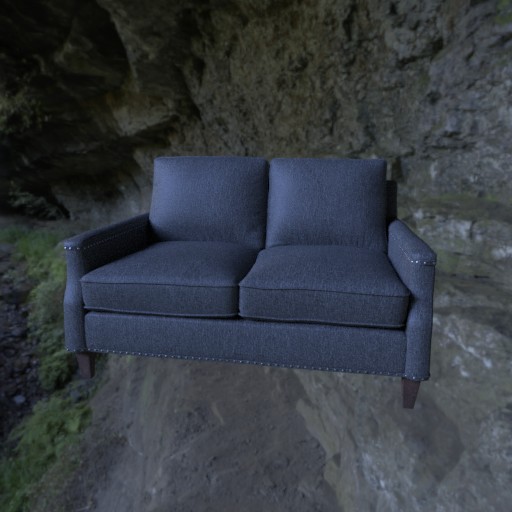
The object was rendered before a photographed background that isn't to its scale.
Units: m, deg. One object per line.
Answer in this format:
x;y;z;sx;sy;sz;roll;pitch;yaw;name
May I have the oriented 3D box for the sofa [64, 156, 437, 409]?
0.000;0.000;2.303;1.597;1.003;1.084;2;14;10;sofa
